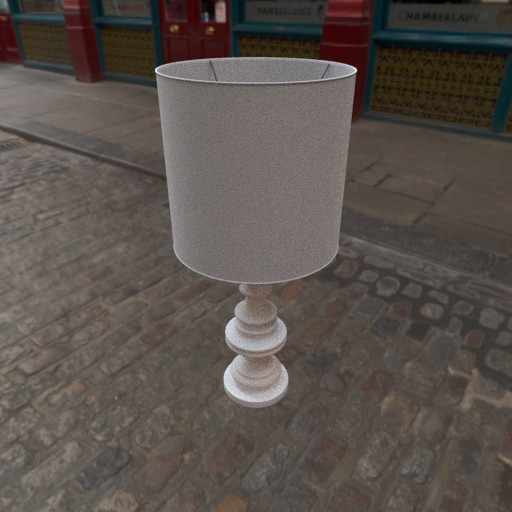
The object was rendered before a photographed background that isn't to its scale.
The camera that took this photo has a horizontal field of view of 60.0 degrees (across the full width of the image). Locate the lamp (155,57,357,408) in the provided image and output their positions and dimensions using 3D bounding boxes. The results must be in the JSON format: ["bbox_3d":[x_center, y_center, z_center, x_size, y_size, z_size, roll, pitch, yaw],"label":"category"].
[{"bbox_3d":[0.000,0.000,0.579,0.208,0.455,0.208,20,35,31],"label":"lamp"}]
